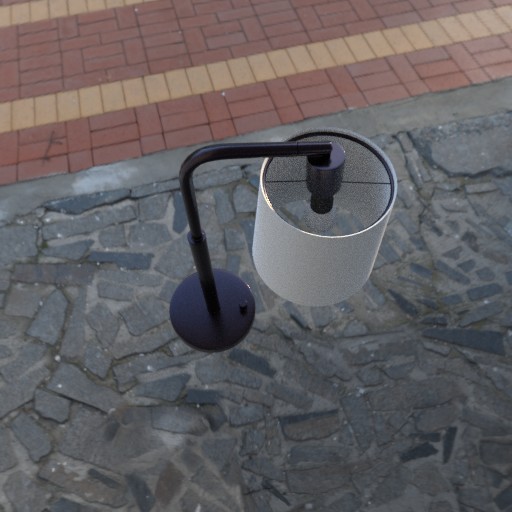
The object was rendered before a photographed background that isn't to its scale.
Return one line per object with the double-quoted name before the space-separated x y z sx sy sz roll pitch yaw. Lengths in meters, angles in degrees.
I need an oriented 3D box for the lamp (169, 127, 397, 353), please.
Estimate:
"lamp" 0.000 0.000 0.650 0.333 0.489 0.171 1 63 1
